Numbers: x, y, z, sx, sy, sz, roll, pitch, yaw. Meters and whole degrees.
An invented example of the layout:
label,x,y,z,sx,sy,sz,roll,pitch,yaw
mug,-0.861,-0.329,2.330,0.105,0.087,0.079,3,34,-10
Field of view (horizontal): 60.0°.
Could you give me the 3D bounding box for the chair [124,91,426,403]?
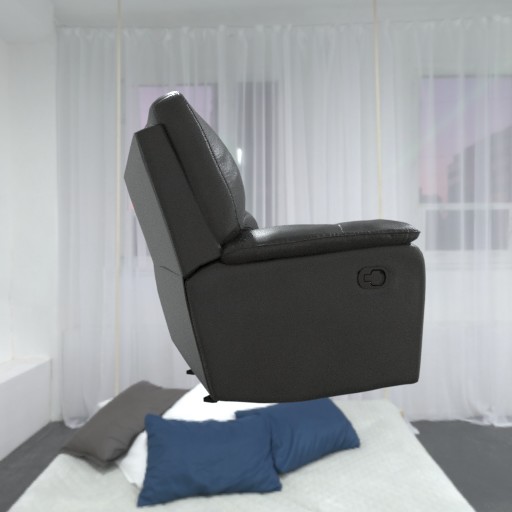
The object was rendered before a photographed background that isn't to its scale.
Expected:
label,x,y,z,sx,sy,sz,roll,pitch,yaw
chair,0.000,0.000,1.958,1.087,1.109,1.096,0,1,-18
